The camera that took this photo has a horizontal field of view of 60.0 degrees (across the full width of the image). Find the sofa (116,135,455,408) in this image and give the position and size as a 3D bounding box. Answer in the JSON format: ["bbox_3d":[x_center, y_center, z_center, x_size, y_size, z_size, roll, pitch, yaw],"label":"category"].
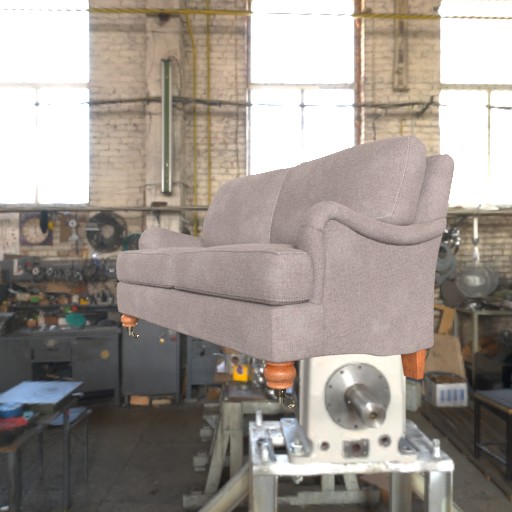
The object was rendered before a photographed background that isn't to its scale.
[{"bbox_3d":[0.000,0.000,2.514,1.084,1.101,1.853,0,0,-34],"label":"sofa"}]
